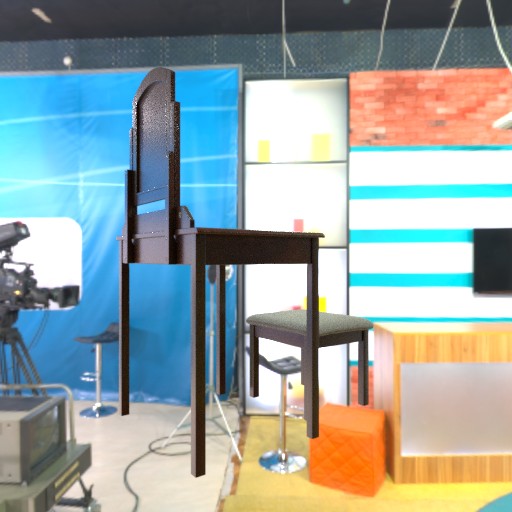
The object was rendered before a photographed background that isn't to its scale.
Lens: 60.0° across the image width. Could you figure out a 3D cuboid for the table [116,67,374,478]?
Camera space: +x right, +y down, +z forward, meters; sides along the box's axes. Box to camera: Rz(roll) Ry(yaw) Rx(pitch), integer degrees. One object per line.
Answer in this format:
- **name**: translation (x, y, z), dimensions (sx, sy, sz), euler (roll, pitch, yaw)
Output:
- **table**: translation (0.000, 0.000, 2.297), dimensions (1.211, 1.631, 0.876), euler (0, 0, -36)
